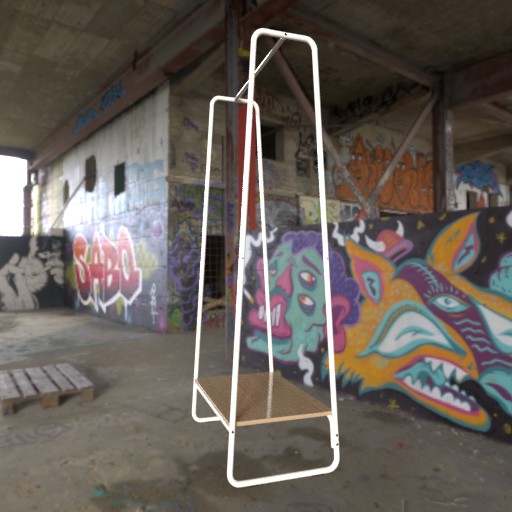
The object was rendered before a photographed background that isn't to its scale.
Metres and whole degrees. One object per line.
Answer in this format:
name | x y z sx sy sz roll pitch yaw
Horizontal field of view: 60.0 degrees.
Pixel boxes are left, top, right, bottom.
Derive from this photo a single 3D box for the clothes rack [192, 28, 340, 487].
clothes rack | 0.000 0.000 1.778 0.400 1.500 0.640 0 -1 -19
